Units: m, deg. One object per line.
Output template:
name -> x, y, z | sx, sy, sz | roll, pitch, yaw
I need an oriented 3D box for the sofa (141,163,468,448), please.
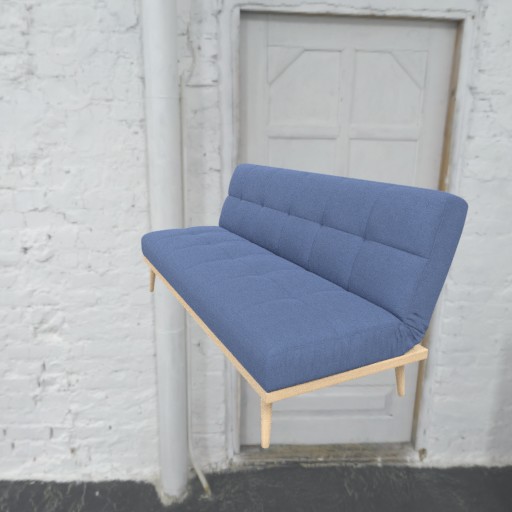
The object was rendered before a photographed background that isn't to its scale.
sofa -> 0.000, 0.000, 2.218 | 0.796, 0.800, 1.800 | -7, 17, -25
